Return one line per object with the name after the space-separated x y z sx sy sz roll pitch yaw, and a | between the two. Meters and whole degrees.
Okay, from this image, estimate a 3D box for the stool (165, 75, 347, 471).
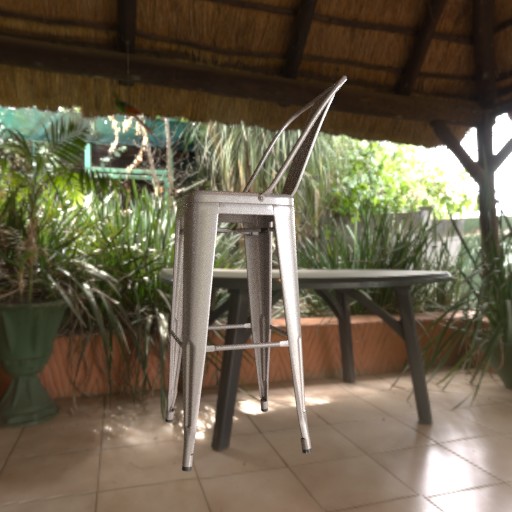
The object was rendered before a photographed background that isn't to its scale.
0.000 0.000 1.373 0.513 1.096 0.399 0 0 -18 | stool
